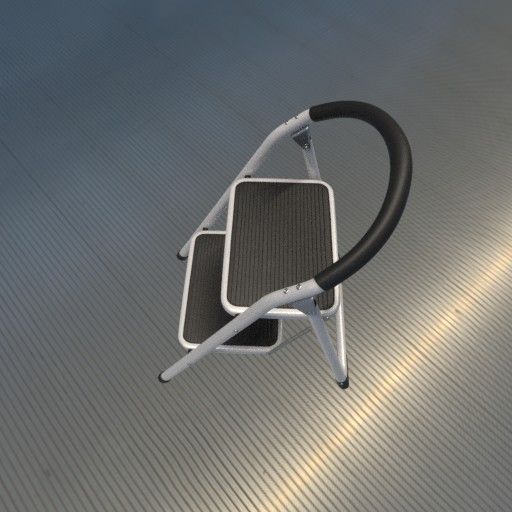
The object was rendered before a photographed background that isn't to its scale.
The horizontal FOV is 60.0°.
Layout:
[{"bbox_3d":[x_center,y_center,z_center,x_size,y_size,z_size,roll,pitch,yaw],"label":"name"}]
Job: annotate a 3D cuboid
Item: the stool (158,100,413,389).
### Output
[{"bbox_3d":[0.000,0.000,1.090,0.559,0.760,0.453,2,59,1],"label":"stool"}]
